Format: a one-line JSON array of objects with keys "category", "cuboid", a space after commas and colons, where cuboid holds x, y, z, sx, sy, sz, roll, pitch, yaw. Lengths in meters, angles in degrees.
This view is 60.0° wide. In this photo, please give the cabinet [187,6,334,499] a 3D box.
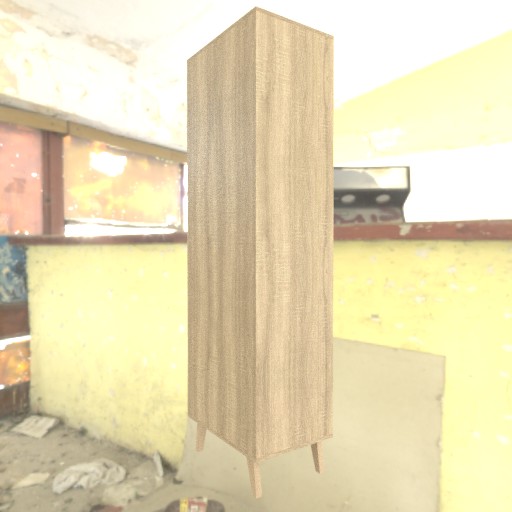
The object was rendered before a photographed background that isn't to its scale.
[{"category": "cabinet", "cuboid": [0.000, 0.000, 1.993, 0.400, 1.850, 0.570, -1, 1, -35]}]
